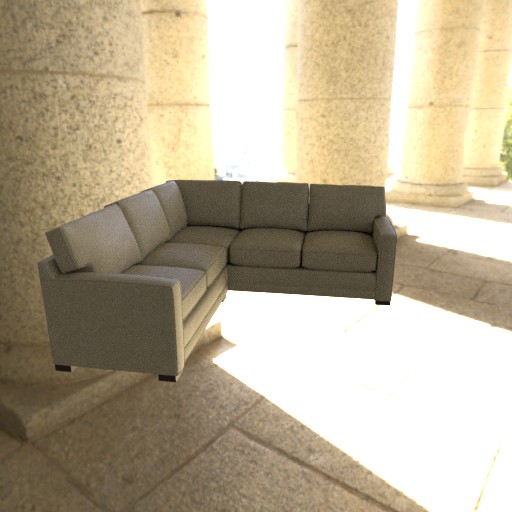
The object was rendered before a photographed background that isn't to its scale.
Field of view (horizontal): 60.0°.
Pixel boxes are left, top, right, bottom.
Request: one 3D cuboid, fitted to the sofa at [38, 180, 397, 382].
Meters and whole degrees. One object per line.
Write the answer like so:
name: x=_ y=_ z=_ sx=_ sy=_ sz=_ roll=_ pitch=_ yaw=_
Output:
sofa: x=0.000 y=0.000 z=3.458 sx=2.211 sy=0.936 sz=2.188 roll=3 pitch=17 yaw=8
